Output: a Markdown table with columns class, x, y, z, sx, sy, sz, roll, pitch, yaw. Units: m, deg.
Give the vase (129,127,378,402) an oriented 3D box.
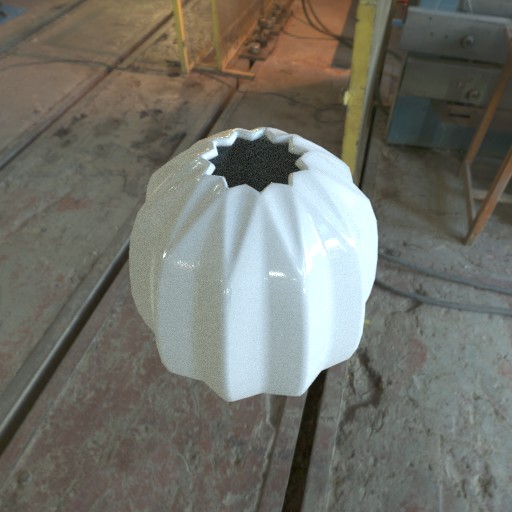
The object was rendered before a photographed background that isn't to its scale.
| class | x | y | z | sx | sy | sz | roll | pitch | yaw |
| --- | --- | --- | --- | --- | --- | --- | --- | --- | --- |
| vase | 0.000 | 0.000 | 0.250 | 0.139 | 0.134 | 0.139 | 0 | 47 | 0 |
